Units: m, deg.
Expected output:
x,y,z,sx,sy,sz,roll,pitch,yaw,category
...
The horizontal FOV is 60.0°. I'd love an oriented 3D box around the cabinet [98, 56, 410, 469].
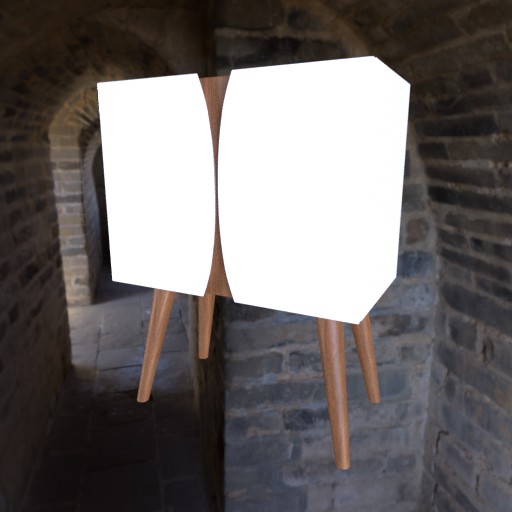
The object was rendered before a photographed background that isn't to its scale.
x,y,z,sx,sy,sz,roll,pitch,yaw,category
0.000,0.000,1.052,0.591,0.772,0.344,7,15,27,cabinet
